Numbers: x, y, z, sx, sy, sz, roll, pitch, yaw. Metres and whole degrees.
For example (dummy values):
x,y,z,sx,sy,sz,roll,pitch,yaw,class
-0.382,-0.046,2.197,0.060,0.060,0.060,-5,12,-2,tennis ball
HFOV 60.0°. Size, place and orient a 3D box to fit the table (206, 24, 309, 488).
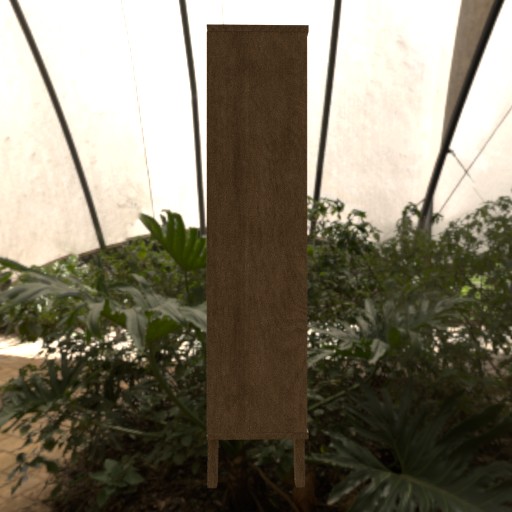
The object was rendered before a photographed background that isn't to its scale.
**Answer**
x,y,z,sx,sy,sz,roll,pitch,yaw,class
0.000,0.000,1.536,0.256,1.135,0.902,0,0,-1,table
